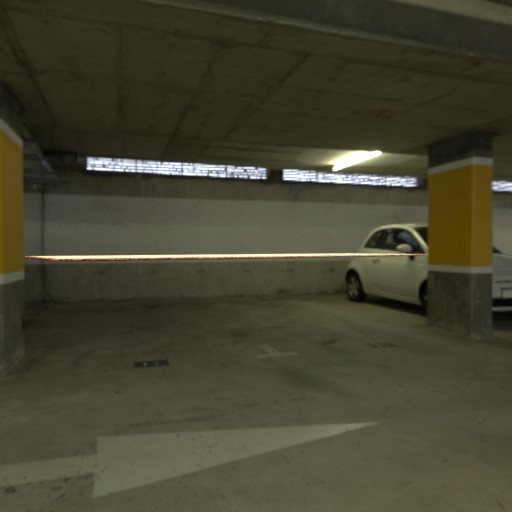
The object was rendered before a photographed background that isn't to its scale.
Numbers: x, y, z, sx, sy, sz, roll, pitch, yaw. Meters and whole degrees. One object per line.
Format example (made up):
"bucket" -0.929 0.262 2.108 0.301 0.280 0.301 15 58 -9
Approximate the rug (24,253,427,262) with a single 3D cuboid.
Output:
"rug" 0.000 0.000 2.706 2.435 0.011 0.750 -1 1 -36
